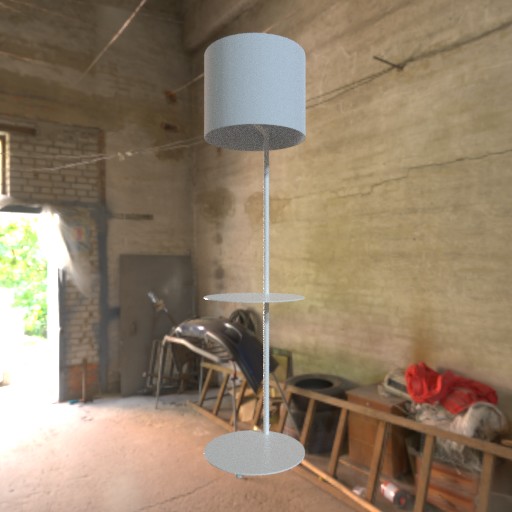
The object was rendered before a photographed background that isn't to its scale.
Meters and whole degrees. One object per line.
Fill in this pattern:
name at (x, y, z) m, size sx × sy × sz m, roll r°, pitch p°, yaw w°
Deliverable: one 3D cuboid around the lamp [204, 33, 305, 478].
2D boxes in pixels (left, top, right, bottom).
lamp at (0.000, 0.000, 1.651) m, size 0.372 × 1.465 × 0.405 m, roll 0°, pitch 0°, yaw 18°
